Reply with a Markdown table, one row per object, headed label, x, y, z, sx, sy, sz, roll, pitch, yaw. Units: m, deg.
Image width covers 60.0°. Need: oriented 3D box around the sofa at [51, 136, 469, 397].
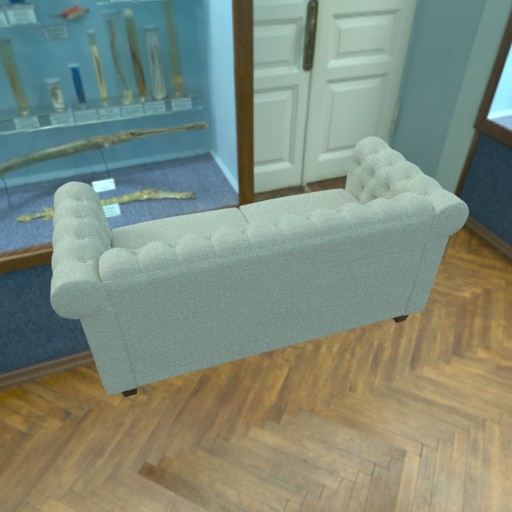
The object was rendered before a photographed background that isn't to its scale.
| label | x | y | z | sx | sy | sz | roll | pitch | yaw |
| --- | --- | --- | --- | --- | --- | --- | --- | --- | --- |
| sofa | 0.000 | 0.000 | 2.269 | 1.798 | 0.797 | 0.783 | -12 | 40 | -14 |
